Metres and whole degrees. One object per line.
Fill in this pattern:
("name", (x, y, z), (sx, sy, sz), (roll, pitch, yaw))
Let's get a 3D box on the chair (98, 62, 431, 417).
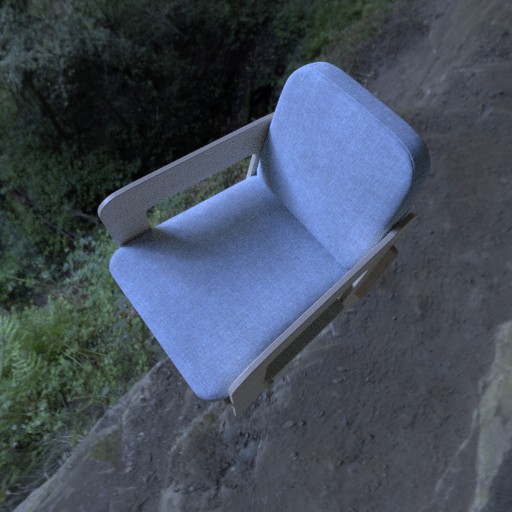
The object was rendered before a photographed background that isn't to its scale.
("chair", (0.000, 0.000, 1.268), (0.710, 0.800, 0.590), (-35, 69, -16))
